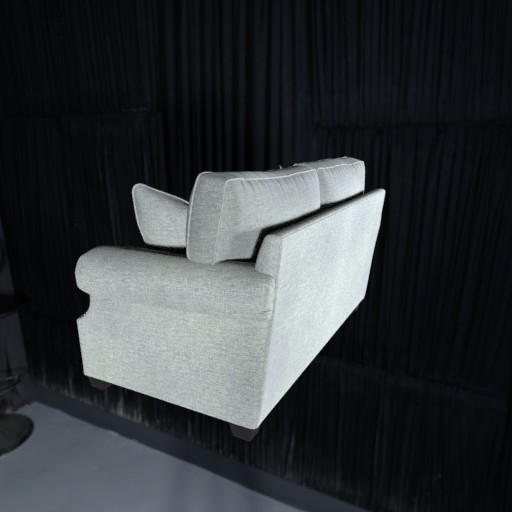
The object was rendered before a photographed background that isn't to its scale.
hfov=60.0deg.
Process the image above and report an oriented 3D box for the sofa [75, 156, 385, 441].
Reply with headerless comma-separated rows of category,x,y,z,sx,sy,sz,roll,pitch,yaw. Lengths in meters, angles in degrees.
sofa,0.000,0.000,2.299,0.966,0.966,1.701,8,17,26
